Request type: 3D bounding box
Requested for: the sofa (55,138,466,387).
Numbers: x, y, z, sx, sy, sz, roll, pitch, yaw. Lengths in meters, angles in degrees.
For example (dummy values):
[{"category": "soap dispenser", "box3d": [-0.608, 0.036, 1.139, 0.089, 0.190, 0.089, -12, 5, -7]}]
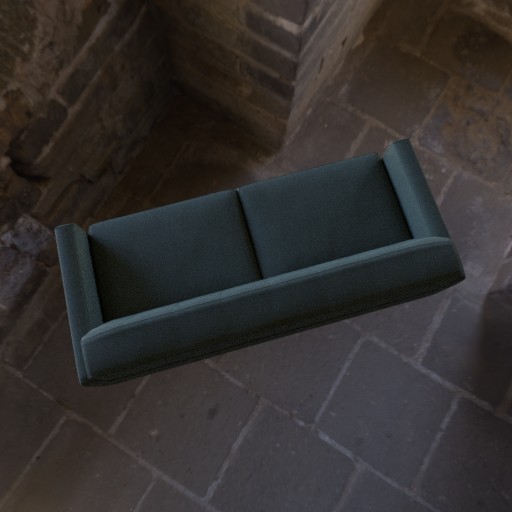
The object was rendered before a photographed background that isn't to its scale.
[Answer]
[{"category": "sofa", "box3d": [0.000, 0.000, 2.487, 2.029, 0.841, 0.909, -15, 75, -4]}]
